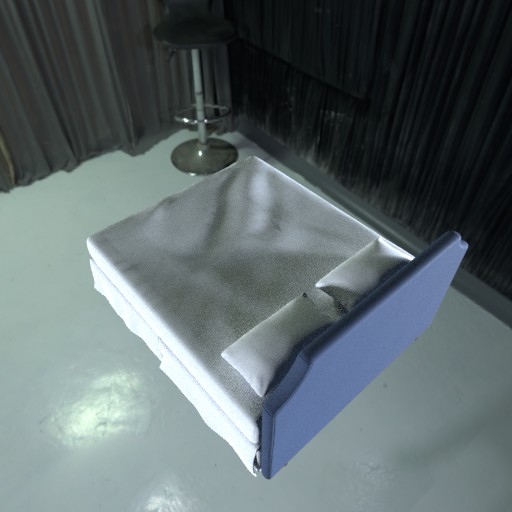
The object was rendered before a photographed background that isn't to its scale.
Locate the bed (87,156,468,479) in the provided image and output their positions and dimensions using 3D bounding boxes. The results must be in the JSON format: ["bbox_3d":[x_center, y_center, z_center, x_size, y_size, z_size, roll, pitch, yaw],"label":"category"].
[{"bbox_3d":[0.000,0.000,4.150,2.350,1.488,2.773,-32,54,-27],"label":"bed"}]
